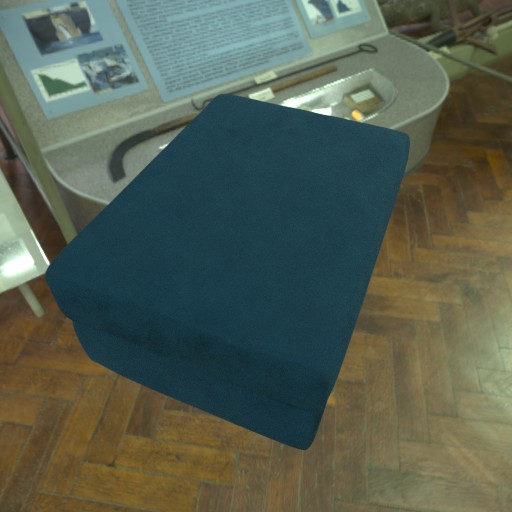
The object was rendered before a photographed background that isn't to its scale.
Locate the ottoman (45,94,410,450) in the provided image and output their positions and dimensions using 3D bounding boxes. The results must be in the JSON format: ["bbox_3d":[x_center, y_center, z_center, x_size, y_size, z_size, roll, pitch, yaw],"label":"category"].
[{"bbox_3d":[0.000,0.000,1.120,0.572,0.503,0.773,17,49,15],"label":"ottoman"}]
